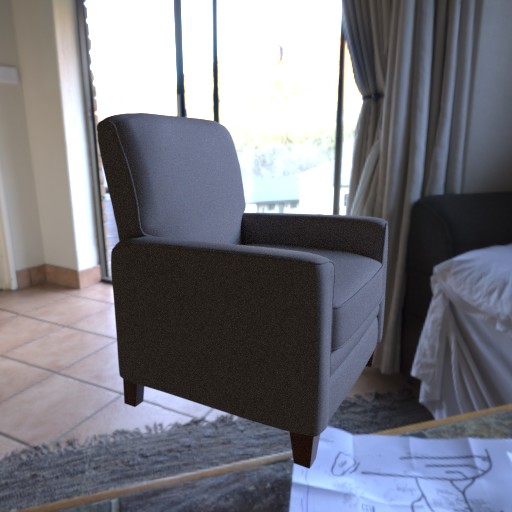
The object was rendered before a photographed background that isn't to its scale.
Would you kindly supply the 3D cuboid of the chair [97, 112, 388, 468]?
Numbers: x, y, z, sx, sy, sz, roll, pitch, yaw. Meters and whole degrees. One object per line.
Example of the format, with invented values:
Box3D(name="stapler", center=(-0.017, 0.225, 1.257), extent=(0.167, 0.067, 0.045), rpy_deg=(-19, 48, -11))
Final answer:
Box3D(name="chair", center=(0.000, 0.000, 1.654), extent=(0.859, 1.023, 0.845), rpy_deg=(7, 15, 27))
